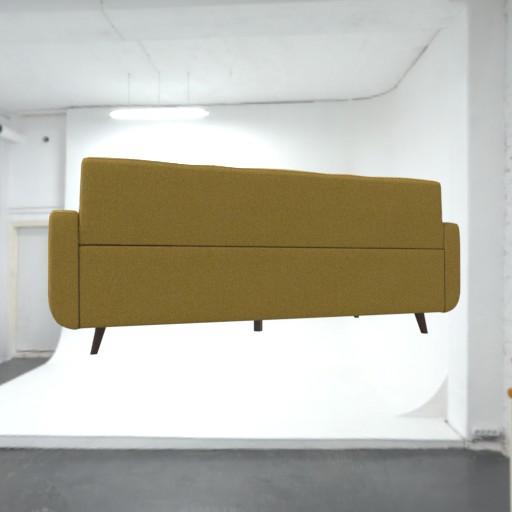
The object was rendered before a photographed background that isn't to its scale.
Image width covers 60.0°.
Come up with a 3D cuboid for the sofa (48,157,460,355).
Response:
[{"bbox_3d":[0.000,0.000,2.489,2.029,0.841,0.909,0,-1,-18],"label":"sofa"}]
